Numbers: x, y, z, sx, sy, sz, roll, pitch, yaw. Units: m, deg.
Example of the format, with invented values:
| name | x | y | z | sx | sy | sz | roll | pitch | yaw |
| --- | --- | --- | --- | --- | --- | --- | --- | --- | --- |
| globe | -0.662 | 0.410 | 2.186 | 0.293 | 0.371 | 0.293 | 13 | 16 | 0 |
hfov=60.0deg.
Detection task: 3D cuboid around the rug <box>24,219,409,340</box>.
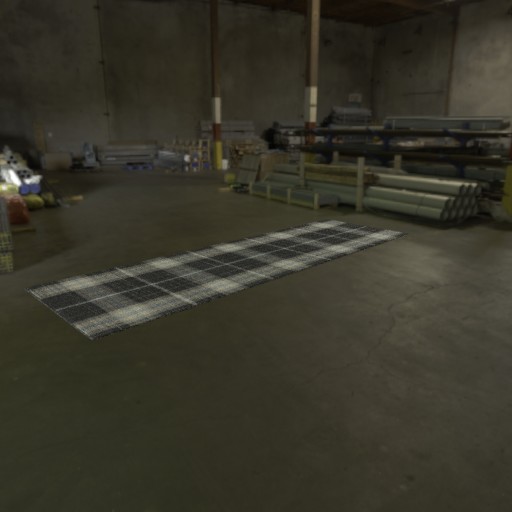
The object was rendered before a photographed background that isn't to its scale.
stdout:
| name | x | y | z | sx | sy | sz | roll | pitch | yaw |
| --- | --- | --- | --- | --- | --- | --- | --- | --- | --- |
| rug | 0.000 | 0.000 | 2.716 | 2.434 | 0.012 | 0.760 | -15 | 22 | -42 |
